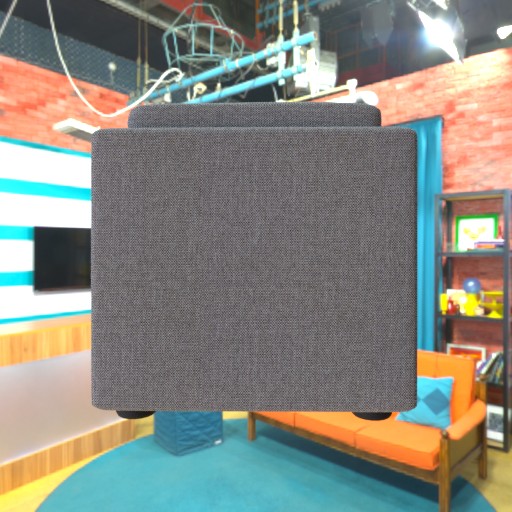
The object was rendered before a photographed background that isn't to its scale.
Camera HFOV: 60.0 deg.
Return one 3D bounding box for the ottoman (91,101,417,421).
[{"bbox_3d":[0.000,0.000,0.819,0.450,0.460,0.450,0,0,1],"label":"ottoman"}]
